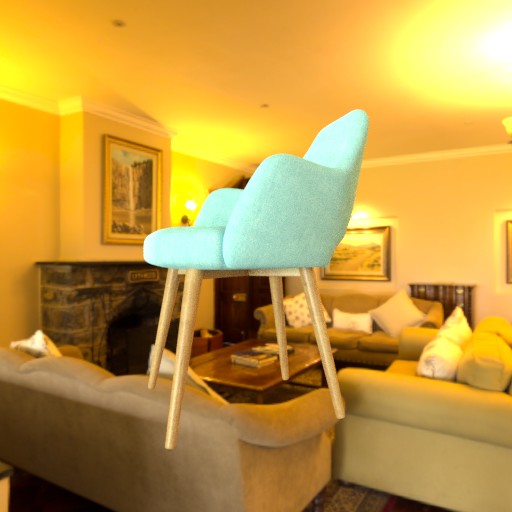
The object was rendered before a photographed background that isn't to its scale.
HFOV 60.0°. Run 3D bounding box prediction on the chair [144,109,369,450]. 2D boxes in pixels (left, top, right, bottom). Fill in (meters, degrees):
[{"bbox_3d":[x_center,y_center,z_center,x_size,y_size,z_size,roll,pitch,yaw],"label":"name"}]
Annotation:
[{"bbox_3d":[0.000,0.000,1.262,0.610,0.840,0.590,0,0,-18],"label":"chair"}]
